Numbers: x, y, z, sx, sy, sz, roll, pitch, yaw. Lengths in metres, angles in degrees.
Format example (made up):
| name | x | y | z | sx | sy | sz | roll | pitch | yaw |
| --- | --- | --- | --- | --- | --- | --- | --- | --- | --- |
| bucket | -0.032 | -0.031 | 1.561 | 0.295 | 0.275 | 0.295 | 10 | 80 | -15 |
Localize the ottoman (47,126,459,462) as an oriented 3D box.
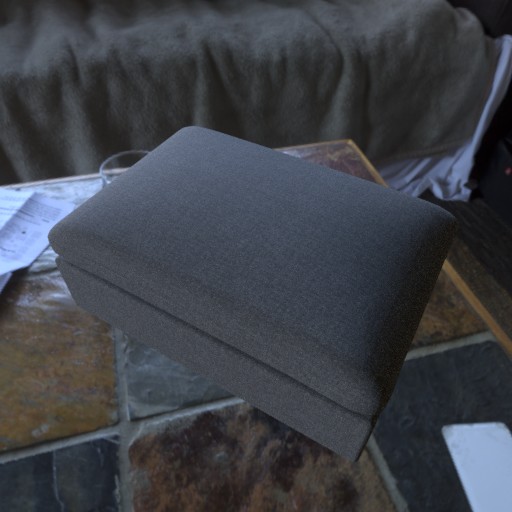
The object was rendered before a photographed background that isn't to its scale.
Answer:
| name | x | y | z | sx | sy | sz | roll | pitch | yaw |
| --- | --- | --- | --- | --- | --- | --- | --- | --- | --- |
| ottoman | 0.000 | 0.000 | 1.407 | 1.041 | 0.483 | 0.711 | 23 | 51 | 20 |
